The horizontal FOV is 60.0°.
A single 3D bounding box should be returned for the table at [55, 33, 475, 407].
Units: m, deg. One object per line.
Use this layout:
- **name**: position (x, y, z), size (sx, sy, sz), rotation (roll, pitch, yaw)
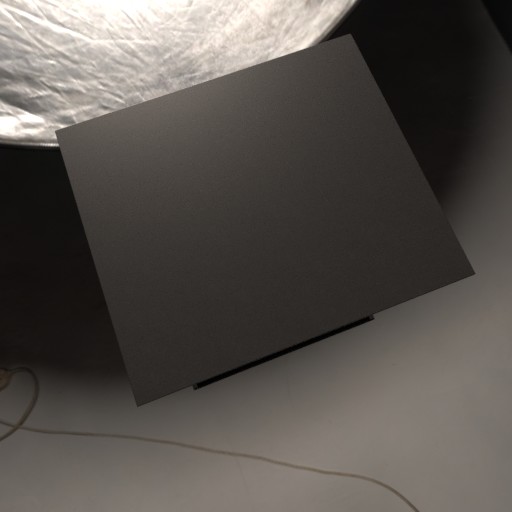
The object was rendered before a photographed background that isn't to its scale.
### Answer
- **table**: position (0.000, 0.000, 0.896), size (0.460, 0.610, 0.399), rotation (-20, 76, -5)
